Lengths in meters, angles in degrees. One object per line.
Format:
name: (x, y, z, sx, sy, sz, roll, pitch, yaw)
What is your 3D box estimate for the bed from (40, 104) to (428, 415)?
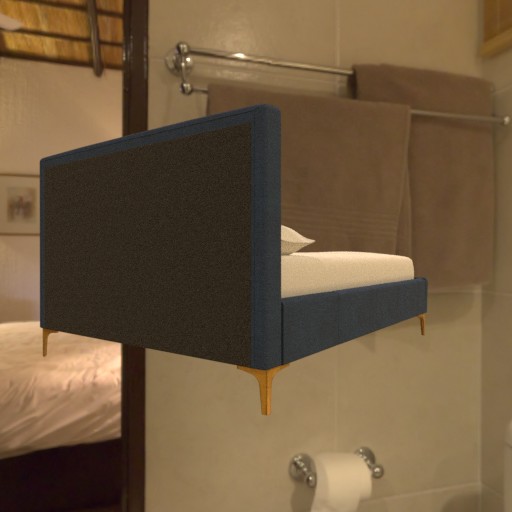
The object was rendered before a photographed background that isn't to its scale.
bed: (0.000, 0.000, 3.076, 1.723, 1.231, 2.172, 0, 0, 36)
